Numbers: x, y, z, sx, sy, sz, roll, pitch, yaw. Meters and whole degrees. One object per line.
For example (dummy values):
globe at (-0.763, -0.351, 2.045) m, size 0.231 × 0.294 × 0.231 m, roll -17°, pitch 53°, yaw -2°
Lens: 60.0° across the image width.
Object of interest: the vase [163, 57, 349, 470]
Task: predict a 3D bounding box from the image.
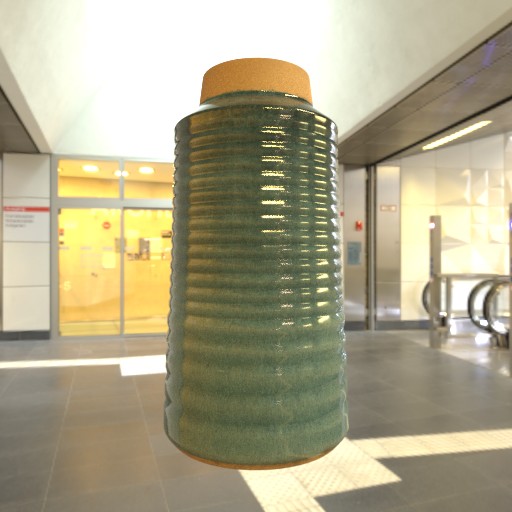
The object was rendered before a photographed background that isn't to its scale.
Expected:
vase at (0.000, 0.000, 0.399) m, size 0.163 × 0.316 × 0.163 m, roll 0°, pitch 0°, yaw 0°
